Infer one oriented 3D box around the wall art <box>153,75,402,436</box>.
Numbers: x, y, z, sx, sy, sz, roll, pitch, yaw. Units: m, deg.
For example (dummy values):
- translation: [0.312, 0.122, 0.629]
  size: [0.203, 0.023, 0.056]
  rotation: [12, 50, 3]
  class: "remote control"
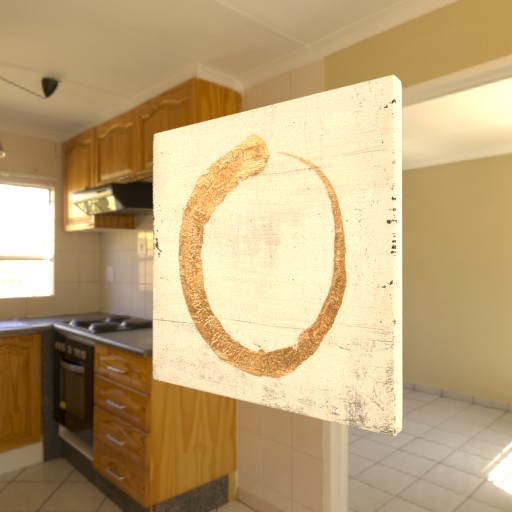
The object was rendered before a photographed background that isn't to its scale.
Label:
- translation: [0.000, 0.000, 0.941]
  size: [0.610, 0.611, 0.040]
  rotation: [0, -1, 36]
  class: "wall art"
